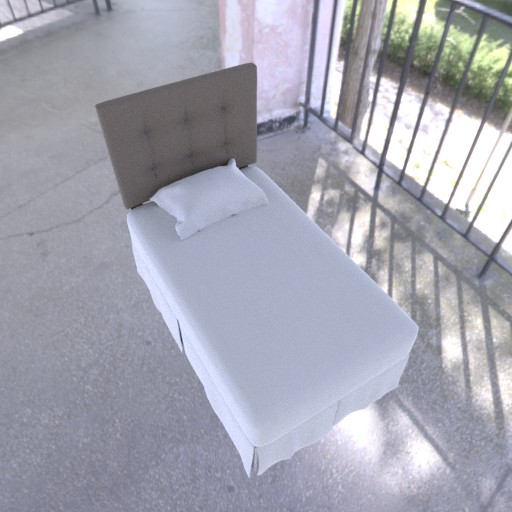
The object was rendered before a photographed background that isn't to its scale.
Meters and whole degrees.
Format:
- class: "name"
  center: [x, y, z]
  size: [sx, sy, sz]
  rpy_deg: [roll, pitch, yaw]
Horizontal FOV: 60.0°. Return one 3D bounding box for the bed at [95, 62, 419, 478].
- class: "bed"
  center: [0.000, 0.000, 2.921]
  size: [1.261, 1.571, 1.997]
  rpy_deg: [-24, 52, -20]
